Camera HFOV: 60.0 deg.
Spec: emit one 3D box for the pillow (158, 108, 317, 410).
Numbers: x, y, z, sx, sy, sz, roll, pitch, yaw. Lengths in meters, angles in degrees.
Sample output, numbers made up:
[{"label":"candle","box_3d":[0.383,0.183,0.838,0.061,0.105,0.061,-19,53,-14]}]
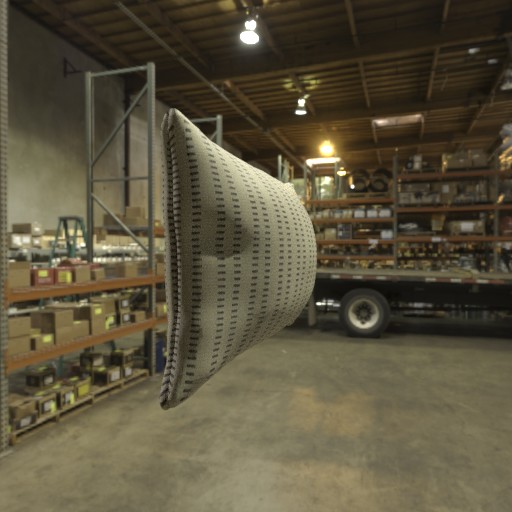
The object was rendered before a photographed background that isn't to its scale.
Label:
[{"label":"pillow","box_3d":[0.000,0.000,0.812,0.210,0.353,0.640,0,1,17]}]
